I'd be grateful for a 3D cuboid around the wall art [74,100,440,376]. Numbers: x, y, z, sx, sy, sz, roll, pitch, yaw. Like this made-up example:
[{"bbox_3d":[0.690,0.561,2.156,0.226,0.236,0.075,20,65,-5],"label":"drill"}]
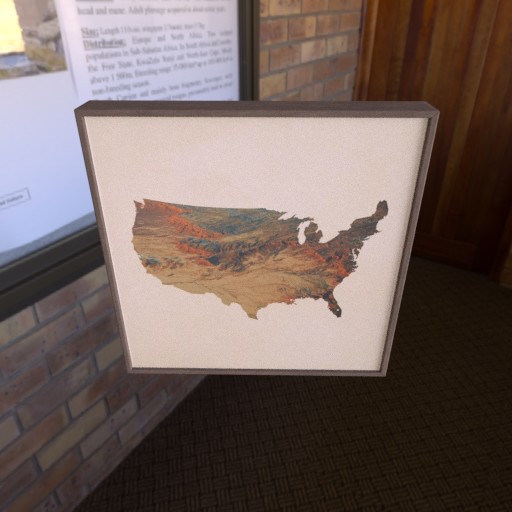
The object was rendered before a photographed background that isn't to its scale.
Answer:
[{"bbox_3d":[0.000,0.000,0.459,0.303,0.302,0.038,1,31,1],"label":"wall art"}]
